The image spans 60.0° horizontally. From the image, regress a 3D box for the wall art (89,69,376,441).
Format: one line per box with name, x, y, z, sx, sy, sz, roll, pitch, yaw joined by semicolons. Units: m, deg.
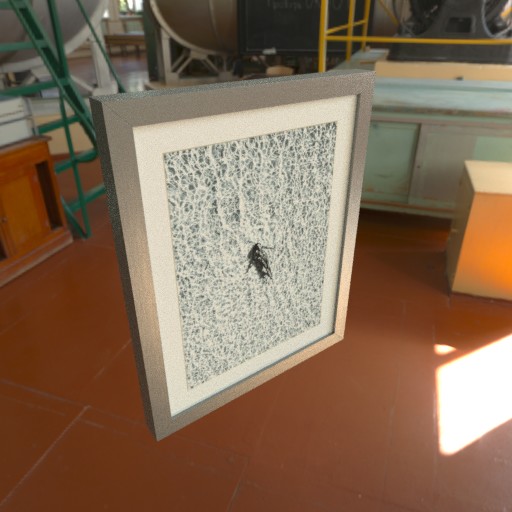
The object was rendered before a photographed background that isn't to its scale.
wall art;0.000;0.000;0.513;0.308;0.379;0.030;-20;35;-31
